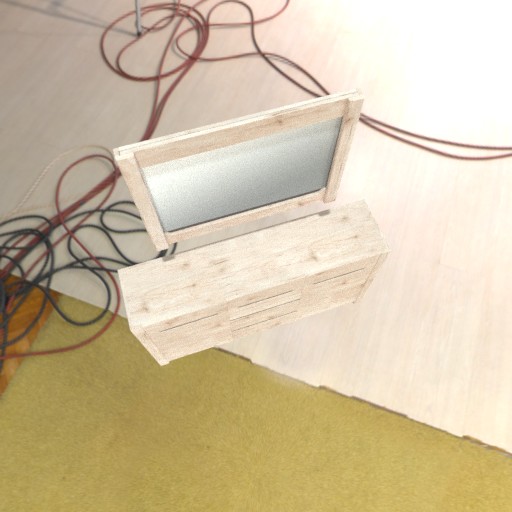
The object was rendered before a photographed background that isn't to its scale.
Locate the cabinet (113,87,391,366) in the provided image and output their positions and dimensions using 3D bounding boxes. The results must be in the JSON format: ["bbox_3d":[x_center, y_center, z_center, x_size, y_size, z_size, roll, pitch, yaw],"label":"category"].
[{"bbox_3d":[0.000,0.000,2.767,1.700,1.981,0.420,-16,65,-8],"label":"cabinet"}]
